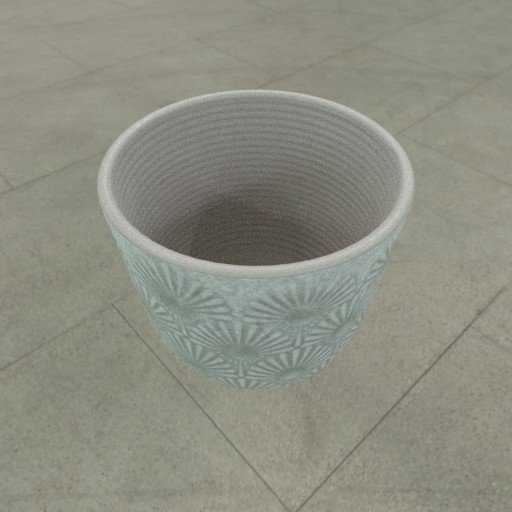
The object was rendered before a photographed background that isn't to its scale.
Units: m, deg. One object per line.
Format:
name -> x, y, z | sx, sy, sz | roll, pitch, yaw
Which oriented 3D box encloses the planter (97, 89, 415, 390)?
planter -> 0.000, 0.000, 0.296 | 0.170, 0.152, 0.170 | 0, 46, 0
